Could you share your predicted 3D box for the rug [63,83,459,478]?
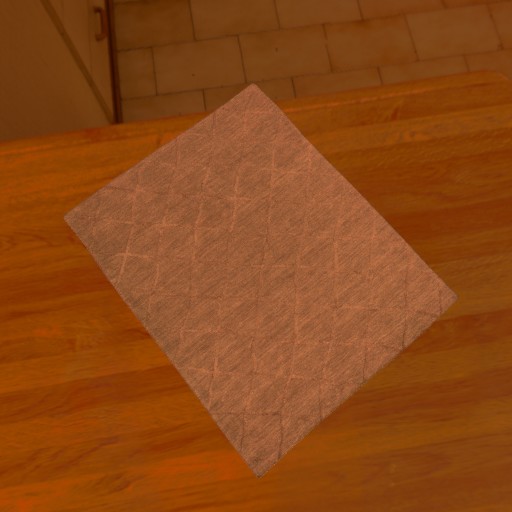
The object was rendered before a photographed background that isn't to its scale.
[{"bbox_3d":[0.000,0.000,4.228,2.438,0.013,3.048,-38,78,-10],"label":"rug"}]
